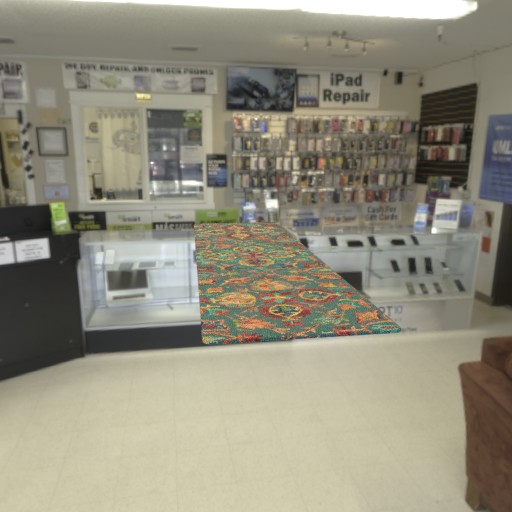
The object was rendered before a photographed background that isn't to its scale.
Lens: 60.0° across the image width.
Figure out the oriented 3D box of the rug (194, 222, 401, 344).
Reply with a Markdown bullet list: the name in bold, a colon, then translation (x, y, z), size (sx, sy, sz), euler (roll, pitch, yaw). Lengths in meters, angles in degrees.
- **rug**: translation (0.000, 0.000, 2.562), size (0.686, 0.013, 2.286), euler (-2, 14, -8)
